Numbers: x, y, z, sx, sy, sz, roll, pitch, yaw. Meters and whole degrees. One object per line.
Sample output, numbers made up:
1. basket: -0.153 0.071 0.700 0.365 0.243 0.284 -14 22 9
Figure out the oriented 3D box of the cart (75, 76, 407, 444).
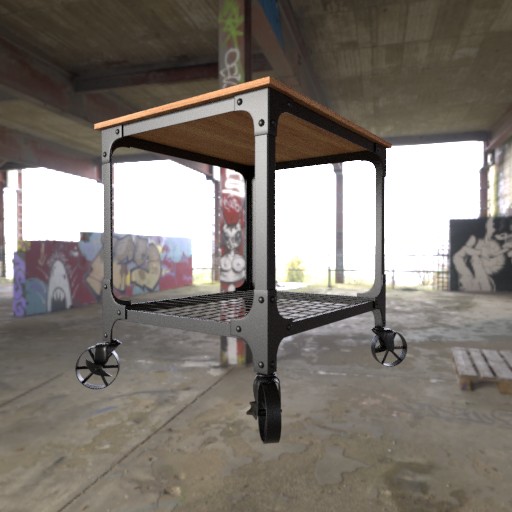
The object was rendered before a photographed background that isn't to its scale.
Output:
1. cart: 0.000 0.000 1.109 0.558 0.603 0.666 1 1 36
